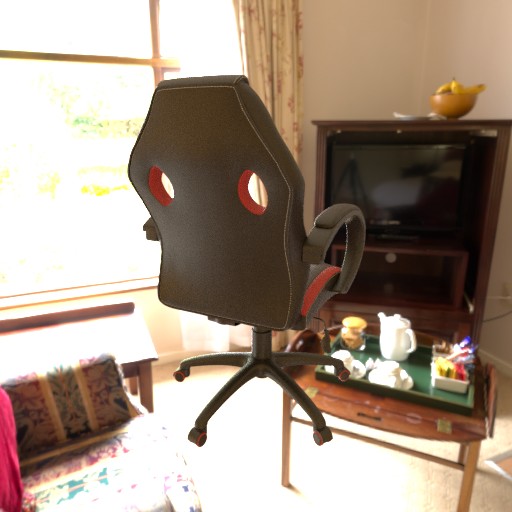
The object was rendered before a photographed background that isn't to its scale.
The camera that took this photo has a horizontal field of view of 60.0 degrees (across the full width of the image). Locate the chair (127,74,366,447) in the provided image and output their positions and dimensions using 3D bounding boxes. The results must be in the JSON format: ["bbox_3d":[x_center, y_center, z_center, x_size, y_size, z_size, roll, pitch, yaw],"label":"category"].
[{"bbox_3d":[0.000,0.000,1.661,0.750,1.189,0.783,8,18,27],"label":"chair"}]
